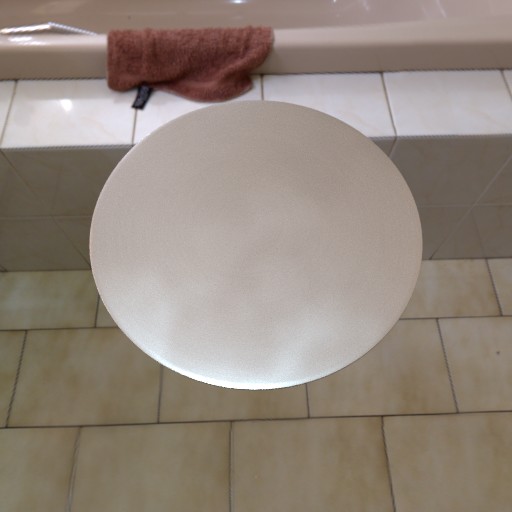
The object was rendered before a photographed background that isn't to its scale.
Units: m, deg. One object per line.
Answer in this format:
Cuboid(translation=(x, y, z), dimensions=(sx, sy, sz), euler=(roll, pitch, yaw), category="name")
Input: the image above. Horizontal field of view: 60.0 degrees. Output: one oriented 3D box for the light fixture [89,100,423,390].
Cuboid(translation=(0.000, 0.000, 0.437), dimensions=(0.280, 0.135, 0.280), euler=(0, 64, 0), category="light fixture")
